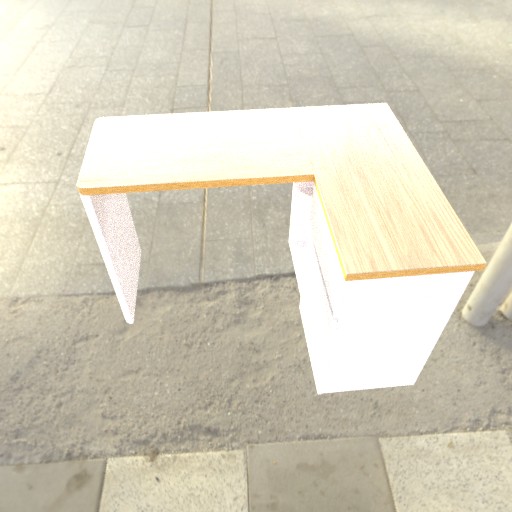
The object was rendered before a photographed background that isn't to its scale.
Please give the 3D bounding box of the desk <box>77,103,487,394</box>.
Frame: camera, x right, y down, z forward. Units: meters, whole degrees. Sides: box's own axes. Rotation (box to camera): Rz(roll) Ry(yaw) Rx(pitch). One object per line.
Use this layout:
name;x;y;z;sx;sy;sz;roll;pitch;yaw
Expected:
desk;0.000;0.000;1.745;1.170;0.760;0.900;-4;47;-4
